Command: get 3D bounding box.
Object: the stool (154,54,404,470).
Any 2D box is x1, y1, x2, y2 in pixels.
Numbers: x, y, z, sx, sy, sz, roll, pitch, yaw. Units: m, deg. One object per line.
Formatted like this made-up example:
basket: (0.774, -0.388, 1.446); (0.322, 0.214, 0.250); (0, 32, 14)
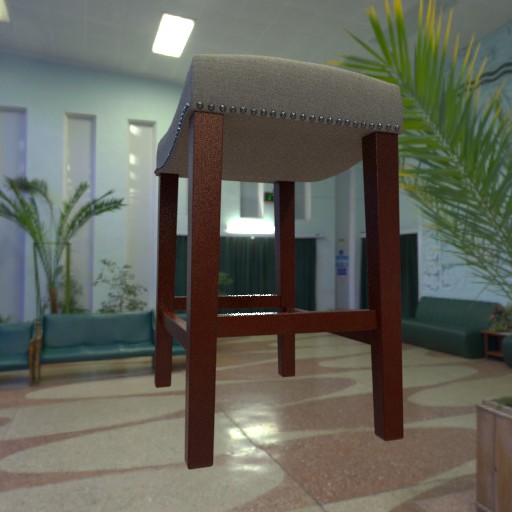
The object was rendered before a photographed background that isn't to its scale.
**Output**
stool: (0.000, 0.000, 0.931); (0.375, 0.632, 0.509); (1, -2, -18)
